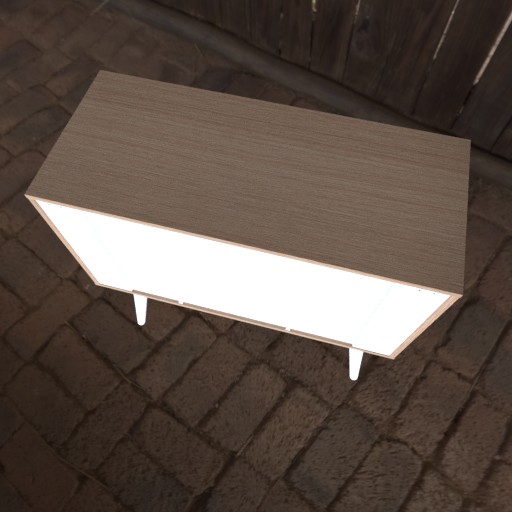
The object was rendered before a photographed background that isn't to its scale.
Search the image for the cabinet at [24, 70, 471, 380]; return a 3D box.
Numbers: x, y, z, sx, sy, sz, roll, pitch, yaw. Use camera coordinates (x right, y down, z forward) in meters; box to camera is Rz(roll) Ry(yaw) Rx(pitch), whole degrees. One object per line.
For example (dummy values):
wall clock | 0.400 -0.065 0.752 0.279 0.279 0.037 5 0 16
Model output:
cabinet | 0.000 0.000 1.585 1.057 1.016 0.470 13 63 7
